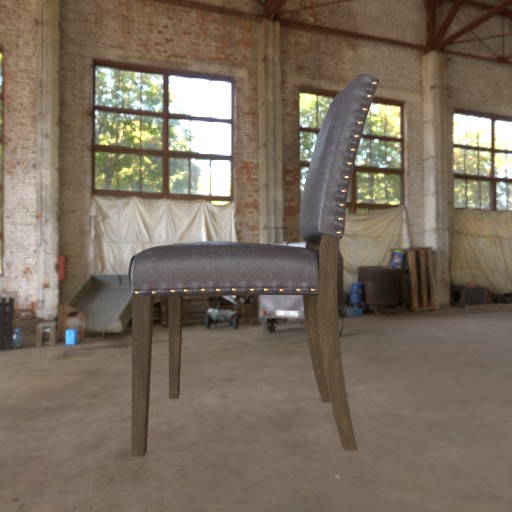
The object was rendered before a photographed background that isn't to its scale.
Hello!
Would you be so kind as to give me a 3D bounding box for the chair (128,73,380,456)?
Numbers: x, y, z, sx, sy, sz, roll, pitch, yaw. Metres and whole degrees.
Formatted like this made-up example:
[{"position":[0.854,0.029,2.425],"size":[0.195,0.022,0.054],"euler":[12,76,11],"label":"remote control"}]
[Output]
[{"position":[0.000,0.000,1.334],"size":[0.633,0.991,0.500],"euler":[0,-1,0],"label":"chair"}]
